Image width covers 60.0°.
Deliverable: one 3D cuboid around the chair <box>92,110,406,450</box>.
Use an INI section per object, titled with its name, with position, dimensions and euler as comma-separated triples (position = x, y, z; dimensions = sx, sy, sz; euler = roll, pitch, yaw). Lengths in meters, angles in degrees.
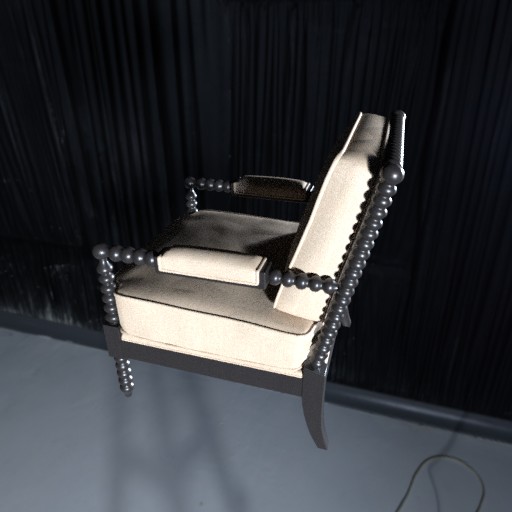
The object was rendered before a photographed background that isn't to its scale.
[chair]
position = 0.000, 0.000, 1.177
dimensions = 0.657, 0.703, 0.555
euler = 8, 30, 15
